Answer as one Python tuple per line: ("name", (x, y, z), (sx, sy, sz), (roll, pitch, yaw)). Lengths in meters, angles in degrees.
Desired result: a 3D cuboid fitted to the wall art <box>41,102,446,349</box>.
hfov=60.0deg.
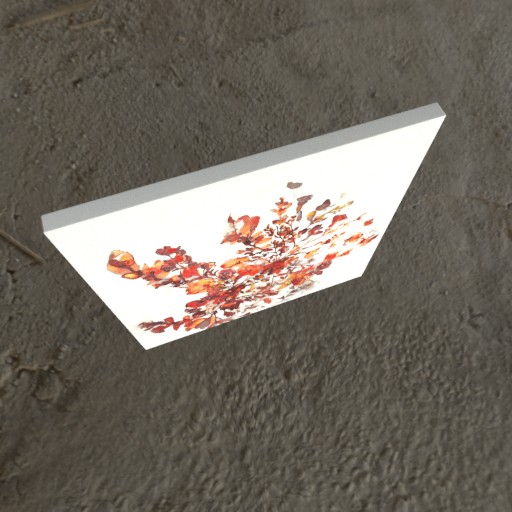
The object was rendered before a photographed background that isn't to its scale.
("wall art", (0.000, 0.000, 1.131), (0.757, 0.757, 0.037), (-18, 65, -9))
